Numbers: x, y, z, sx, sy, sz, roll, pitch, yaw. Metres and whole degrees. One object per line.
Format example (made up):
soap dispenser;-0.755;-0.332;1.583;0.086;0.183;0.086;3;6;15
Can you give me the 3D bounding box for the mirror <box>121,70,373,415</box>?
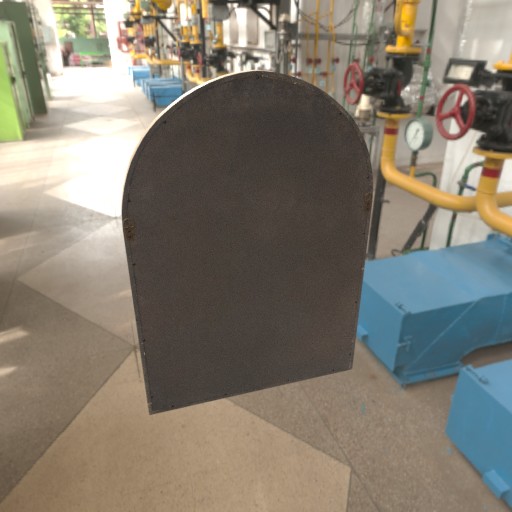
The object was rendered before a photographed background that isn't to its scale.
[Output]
mirror;0.000;0.000;1.188;0.660;0.920;0.032;-8;27;-16
